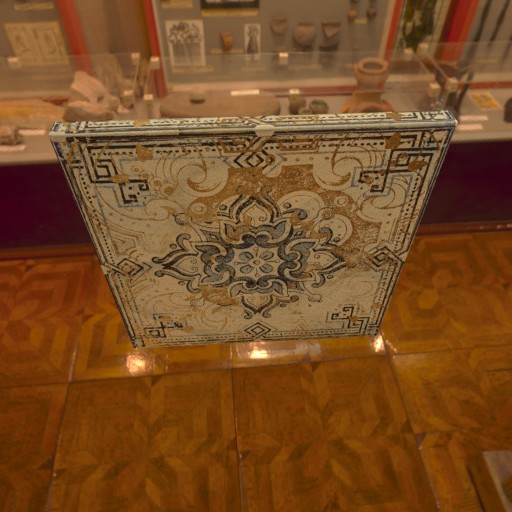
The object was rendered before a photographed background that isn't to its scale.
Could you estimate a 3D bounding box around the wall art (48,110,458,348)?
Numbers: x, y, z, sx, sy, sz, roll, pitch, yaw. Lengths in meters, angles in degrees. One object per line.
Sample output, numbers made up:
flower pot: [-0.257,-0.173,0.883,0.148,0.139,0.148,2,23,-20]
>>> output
wall art: [0.000,0.000,0.894,0.609,0.607,0.036,-2,48,-2]
